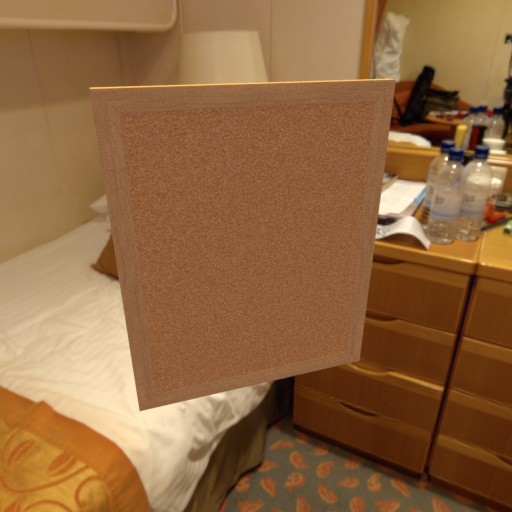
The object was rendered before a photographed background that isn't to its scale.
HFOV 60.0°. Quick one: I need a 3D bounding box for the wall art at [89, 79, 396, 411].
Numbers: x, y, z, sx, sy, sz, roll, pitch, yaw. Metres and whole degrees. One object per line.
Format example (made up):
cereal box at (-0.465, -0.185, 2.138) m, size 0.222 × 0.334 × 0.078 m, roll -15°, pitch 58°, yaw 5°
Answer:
wall art at (0.000, 0.000, 0.769) m, size 0.460 × 0.561 × 0.020 m, roll -8°, pitch 27°, yaw -16°
